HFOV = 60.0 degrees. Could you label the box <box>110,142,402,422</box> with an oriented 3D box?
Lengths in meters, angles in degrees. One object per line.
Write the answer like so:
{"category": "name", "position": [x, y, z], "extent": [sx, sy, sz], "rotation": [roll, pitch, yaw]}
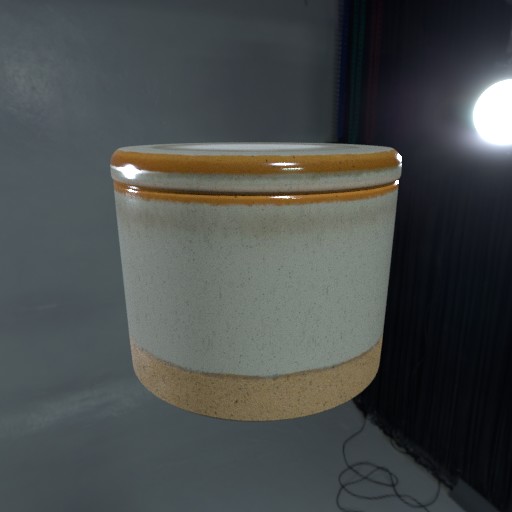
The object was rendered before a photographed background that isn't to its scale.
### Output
{"category": "box", "position": [0.000, 0.000, 0.208], "extent": [0.123, 0.100, 0.123], "rotation": [0, 16, 0]}
